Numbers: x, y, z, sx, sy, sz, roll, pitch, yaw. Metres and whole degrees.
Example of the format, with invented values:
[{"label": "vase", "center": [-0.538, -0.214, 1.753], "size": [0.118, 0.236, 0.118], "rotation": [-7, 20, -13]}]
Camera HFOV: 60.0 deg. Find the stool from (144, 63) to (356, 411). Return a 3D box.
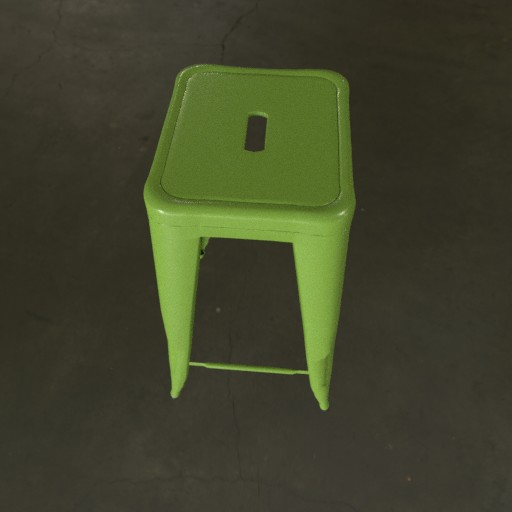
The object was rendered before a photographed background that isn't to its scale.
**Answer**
[{"label": "stool", "center": [0.000, 0.000, 0.840], "size": [0.358, 0.609, 0.398], "rotation": [4, 57, 3]}]
